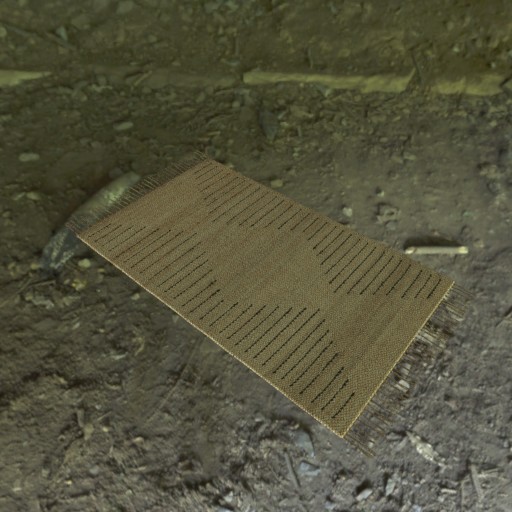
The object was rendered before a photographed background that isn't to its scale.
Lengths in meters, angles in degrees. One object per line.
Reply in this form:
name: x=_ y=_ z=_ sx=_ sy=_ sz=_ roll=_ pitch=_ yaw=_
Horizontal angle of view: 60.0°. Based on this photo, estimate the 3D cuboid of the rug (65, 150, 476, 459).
rug: x=0.000 y=0.000 z=2.005 sx=1.718 sy=0.017 sz=0.905 roll=31 pitch=53 yaw=27
